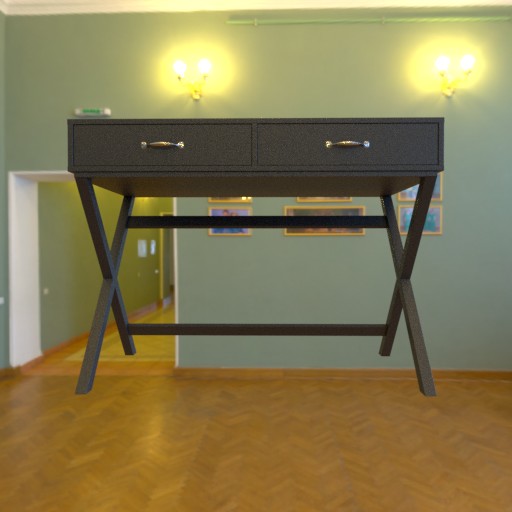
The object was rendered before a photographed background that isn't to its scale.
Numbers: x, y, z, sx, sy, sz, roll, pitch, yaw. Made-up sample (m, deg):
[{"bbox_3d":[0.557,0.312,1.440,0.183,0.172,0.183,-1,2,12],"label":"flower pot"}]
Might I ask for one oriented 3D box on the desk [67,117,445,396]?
[{"bbox_3d":[0.000,0.000,1.489,1.057,0.780,0.525,0,1,1],"label":"desk"}]
